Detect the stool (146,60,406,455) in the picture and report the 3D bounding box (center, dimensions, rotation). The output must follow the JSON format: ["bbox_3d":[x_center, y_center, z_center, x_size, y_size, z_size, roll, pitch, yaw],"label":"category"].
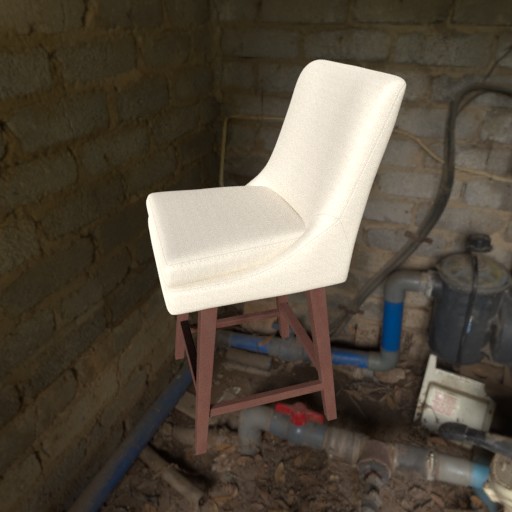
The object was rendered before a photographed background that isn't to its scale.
[{"bbox_3d":[0.000,0.000,1.267,0.559,0.991,0.483,-8,30,-15],"label":"stool"}]
